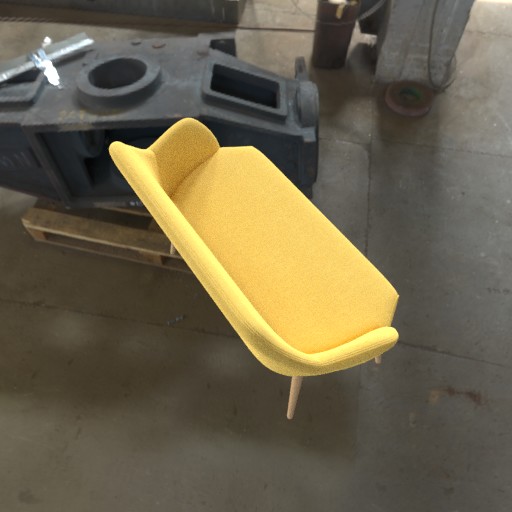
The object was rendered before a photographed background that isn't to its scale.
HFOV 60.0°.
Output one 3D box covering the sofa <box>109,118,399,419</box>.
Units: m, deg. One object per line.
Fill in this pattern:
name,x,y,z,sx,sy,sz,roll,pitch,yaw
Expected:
sofa,0.000,0.000,1.656,0.610,0.840,1.150,-31,63,-18
